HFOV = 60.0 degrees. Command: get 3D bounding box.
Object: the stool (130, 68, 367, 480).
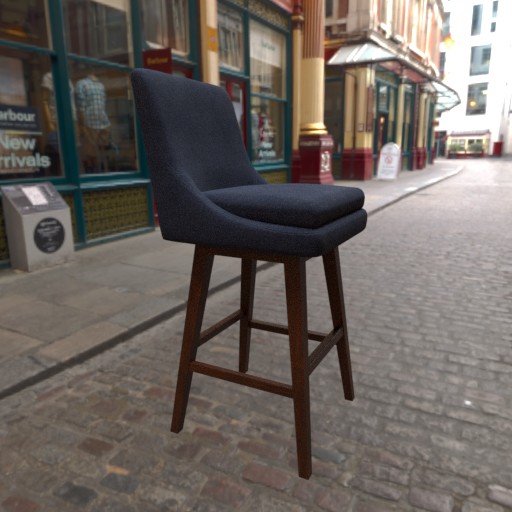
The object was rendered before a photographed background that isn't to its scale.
[{"bbox_3d":[0.000,0.000,1.367,0.572,1.068,0.489,7,15,27],"label":"stool"}]
